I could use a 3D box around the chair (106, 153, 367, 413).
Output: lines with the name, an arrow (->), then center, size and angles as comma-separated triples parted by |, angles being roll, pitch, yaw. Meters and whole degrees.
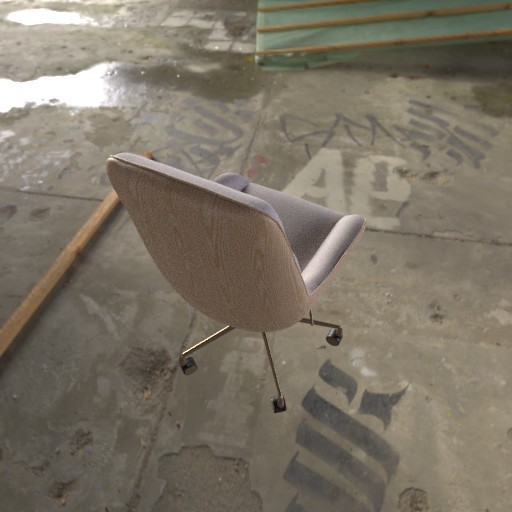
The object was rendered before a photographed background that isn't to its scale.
chair -> 0.000, 0.000, 1.363 | 0.564, 0.952, 0.668 | 22, 49, 21
